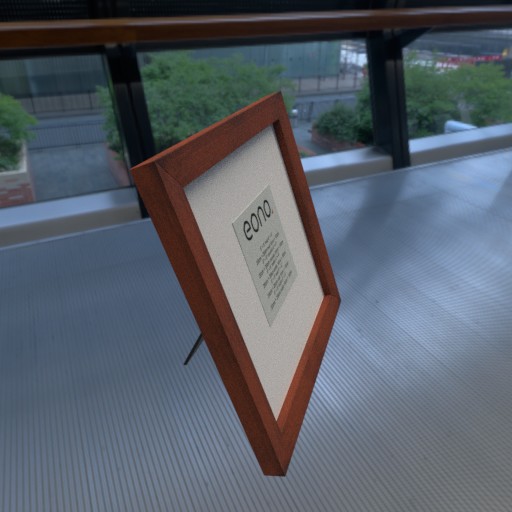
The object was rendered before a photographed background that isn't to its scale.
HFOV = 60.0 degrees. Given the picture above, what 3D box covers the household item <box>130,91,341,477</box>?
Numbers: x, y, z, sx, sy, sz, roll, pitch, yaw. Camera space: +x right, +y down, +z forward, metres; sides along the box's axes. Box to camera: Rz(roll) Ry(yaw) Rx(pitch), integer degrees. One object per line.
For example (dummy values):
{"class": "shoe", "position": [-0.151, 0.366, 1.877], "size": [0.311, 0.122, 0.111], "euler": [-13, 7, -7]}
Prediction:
{"class": "household item", "position": [0.000, 0.000, 0.393], "size": [0.131, 0.240, 0.240], "euler": [10, 31, 17]}
